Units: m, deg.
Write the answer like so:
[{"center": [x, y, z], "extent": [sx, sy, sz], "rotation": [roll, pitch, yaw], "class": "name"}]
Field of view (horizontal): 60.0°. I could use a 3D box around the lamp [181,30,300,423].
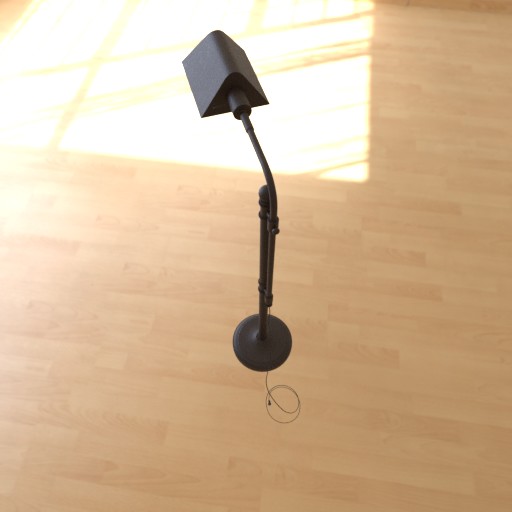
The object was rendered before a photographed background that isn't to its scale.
[{"center": [0.000, 0.000, 0.918], "extent": [0.159, 0.708, 0.545], "rotation": [-14, 59, -9], "class": "lamp"}]
